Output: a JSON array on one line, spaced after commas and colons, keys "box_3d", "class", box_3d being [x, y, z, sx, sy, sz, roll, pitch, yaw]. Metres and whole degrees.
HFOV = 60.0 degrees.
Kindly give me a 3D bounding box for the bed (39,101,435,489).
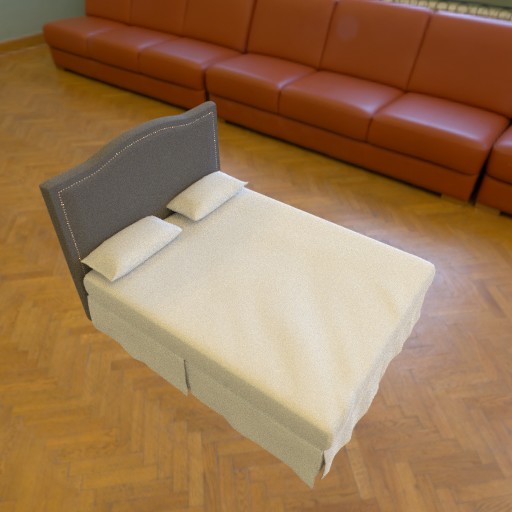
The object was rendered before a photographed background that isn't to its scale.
[{"box_3d": [0.000, 0.000, 3.304, 2.282, 1.436, 1.821, 26, 47, 26], "class": "bed"}]
